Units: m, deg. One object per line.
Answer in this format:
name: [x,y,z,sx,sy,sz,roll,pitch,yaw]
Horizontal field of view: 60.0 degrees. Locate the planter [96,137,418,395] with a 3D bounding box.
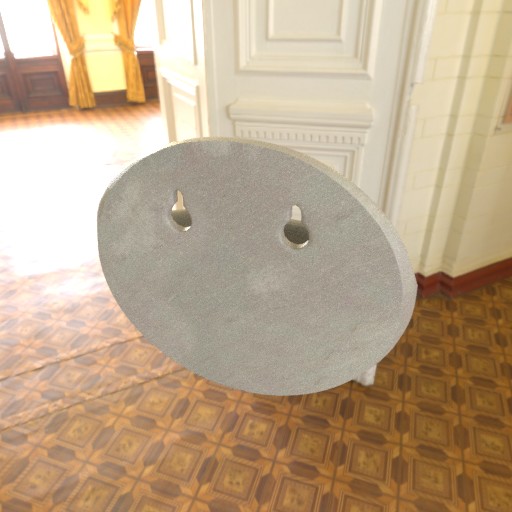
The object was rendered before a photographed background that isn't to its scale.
planter: [0.000,0.000,0.276,0.190,0.164,0.073,9,32,15]
